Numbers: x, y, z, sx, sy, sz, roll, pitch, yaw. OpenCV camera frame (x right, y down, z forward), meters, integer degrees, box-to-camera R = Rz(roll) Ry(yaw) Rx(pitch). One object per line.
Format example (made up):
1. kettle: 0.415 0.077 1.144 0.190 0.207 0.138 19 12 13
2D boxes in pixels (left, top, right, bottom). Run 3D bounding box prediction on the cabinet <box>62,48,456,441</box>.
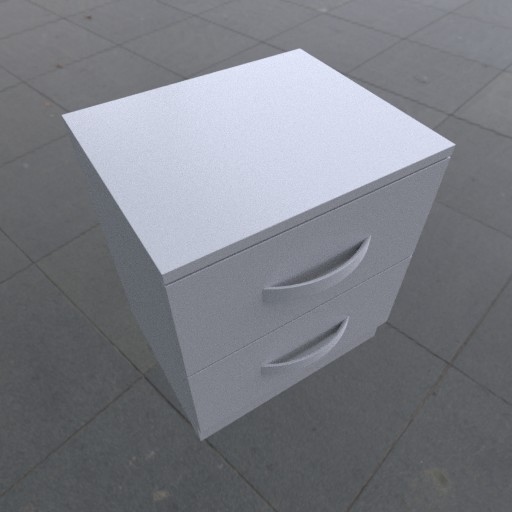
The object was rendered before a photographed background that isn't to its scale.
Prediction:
1. cabinet: 0.000 0.000 0.747 0.400 0.470 0.360 -25 53 -21
